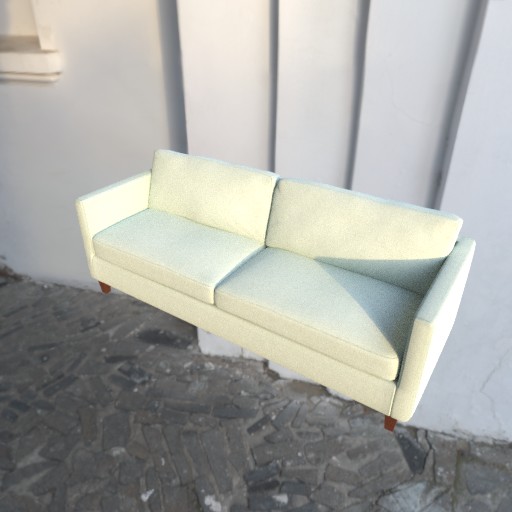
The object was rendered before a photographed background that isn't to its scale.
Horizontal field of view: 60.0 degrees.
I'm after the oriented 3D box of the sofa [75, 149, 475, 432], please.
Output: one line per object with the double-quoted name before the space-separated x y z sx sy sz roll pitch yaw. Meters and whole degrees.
"sofa" 0.000 0.000 2.912 2.434 0.965 0.948 19 36 28
